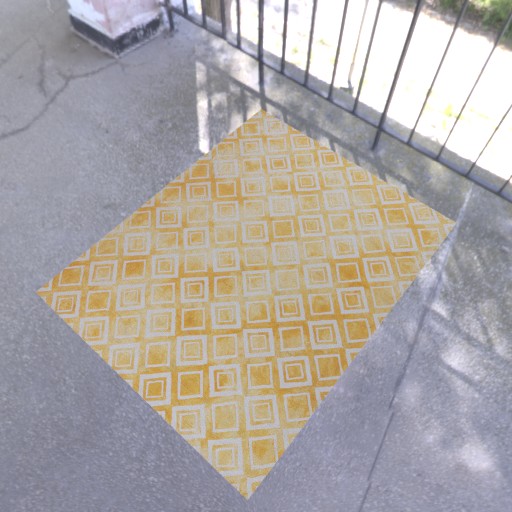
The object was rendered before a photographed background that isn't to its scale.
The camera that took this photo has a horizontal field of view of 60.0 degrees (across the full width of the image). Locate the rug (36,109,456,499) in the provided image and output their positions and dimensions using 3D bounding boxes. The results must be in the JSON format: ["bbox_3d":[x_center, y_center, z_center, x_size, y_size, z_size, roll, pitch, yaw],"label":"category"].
[{"bbox_3d":[0.000,0.000,4.024,2.433,0.011,3.037,36,65,20],"label":"rug"}]
